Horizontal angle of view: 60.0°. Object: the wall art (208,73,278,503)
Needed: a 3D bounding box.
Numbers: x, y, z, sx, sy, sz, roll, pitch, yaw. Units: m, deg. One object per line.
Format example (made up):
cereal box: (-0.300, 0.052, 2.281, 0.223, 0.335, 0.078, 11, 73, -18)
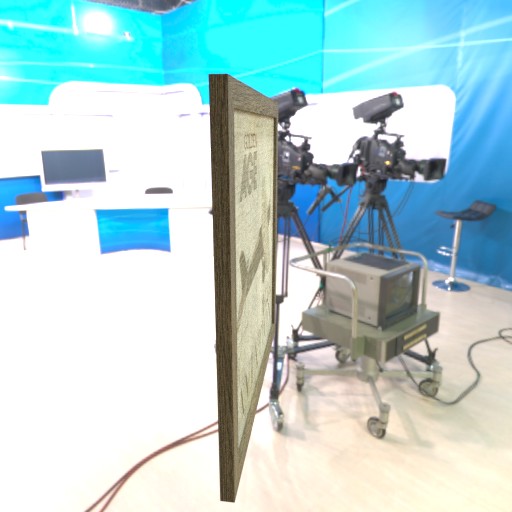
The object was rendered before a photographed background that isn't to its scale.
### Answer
wall art: (0.000, 0.000, 0.736, 0.019, 0.508, 0.508, 2, 16, 8)
